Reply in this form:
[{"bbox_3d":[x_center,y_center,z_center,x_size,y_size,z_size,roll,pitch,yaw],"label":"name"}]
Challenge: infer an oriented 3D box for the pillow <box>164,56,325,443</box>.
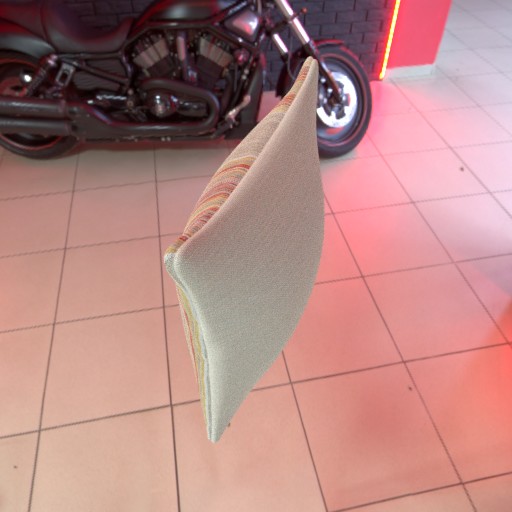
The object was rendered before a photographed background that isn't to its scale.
[{"bbox_3d":[0.000,0.000,0.691,0.191,0.449,0.451,16,48,15],"label":"pillow"}]
